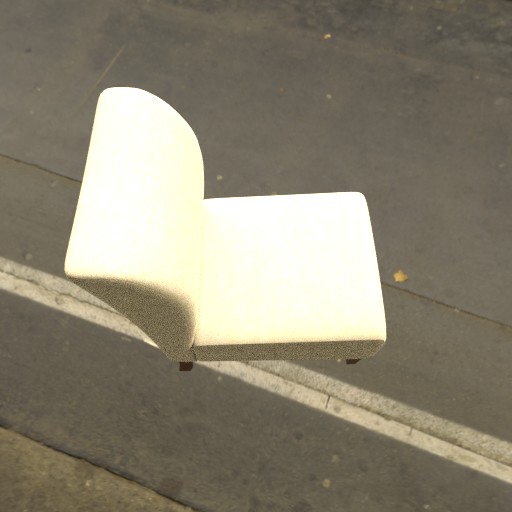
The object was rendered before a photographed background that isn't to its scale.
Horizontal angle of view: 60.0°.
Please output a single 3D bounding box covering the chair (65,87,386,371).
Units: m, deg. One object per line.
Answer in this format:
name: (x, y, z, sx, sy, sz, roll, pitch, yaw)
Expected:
chair: (0.000, 0.000, 1.318, 0.754, 0.833, 0.521, -1, 62, 0)
